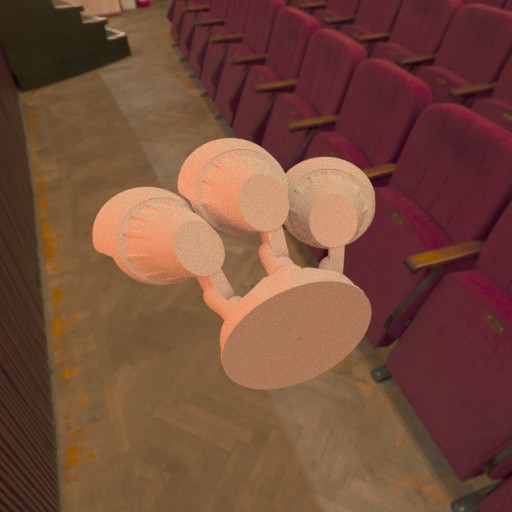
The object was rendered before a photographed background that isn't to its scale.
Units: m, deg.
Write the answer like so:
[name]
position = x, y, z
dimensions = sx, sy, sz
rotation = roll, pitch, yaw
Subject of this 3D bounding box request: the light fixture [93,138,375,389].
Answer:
[light fixture]
position = 0.000, 0.000, 0.546
dimensions = 0.369, 0.237, 0.278
rotation = -12, 43, -13
